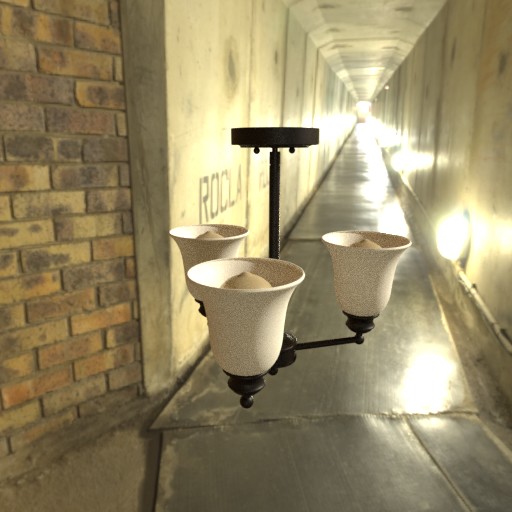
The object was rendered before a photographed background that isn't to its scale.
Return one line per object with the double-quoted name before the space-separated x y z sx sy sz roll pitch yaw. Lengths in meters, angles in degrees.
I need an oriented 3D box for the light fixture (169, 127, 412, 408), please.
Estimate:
"light fixture" 0.000 0.000 0.673 0.354 0.370 0.388 14 20 43
